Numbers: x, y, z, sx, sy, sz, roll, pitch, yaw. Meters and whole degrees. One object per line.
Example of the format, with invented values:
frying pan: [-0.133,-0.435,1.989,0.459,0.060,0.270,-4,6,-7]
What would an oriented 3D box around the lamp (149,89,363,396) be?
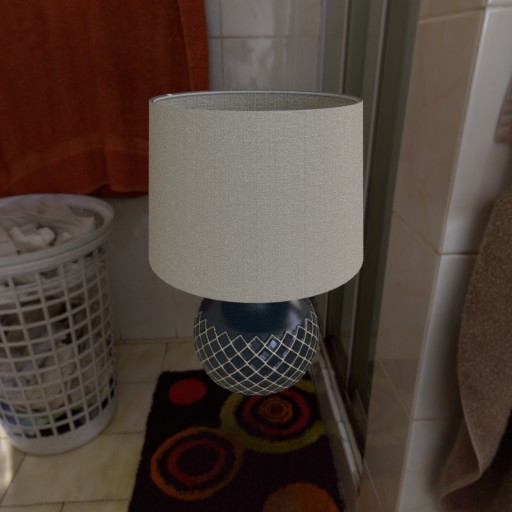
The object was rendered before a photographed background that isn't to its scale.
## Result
lamp: [0.000,0.000,0.801,0.376,0.540,0.376,0,25,0]
